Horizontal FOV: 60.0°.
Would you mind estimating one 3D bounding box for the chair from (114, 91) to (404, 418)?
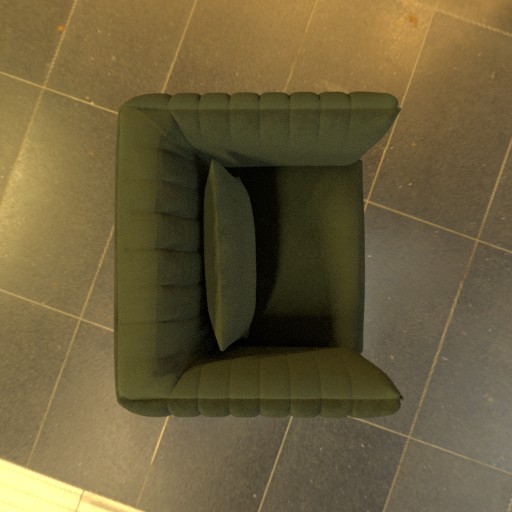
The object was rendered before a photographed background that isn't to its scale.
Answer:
[{"bbox_3d":[0.000,0.000,1.673,0.877,0.794,1.032,0,89,1],"label":"chair"}]
